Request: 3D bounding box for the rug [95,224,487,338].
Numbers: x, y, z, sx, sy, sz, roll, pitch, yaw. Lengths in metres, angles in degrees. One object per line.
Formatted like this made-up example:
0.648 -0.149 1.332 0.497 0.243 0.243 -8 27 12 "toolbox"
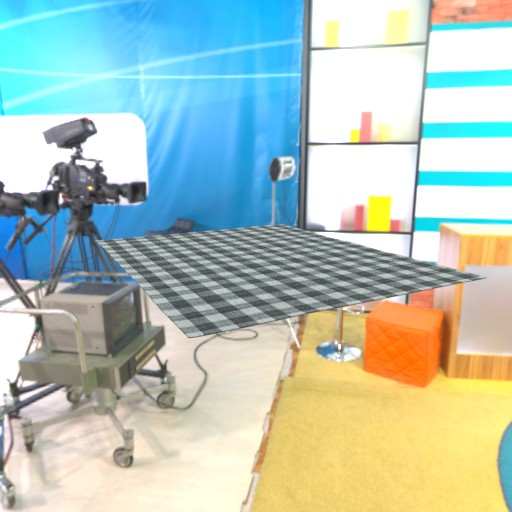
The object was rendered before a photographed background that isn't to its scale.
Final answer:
0.000 0.000 4.164 2.432 0.013 3.021 -7 15 -28 "rug"
